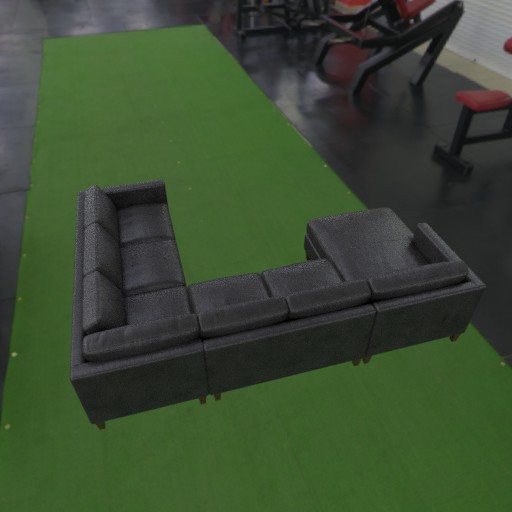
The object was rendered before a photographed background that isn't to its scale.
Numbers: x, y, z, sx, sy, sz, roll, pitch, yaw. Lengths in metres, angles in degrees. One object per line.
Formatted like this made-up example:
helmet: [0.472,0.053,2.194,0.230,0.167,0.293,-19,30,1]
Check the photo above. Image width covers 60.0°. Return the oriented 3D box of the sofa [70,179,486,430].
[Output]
sofa: [0.000,0.000,4.425,3.324,0.891,2.452,-10,42,-12]
